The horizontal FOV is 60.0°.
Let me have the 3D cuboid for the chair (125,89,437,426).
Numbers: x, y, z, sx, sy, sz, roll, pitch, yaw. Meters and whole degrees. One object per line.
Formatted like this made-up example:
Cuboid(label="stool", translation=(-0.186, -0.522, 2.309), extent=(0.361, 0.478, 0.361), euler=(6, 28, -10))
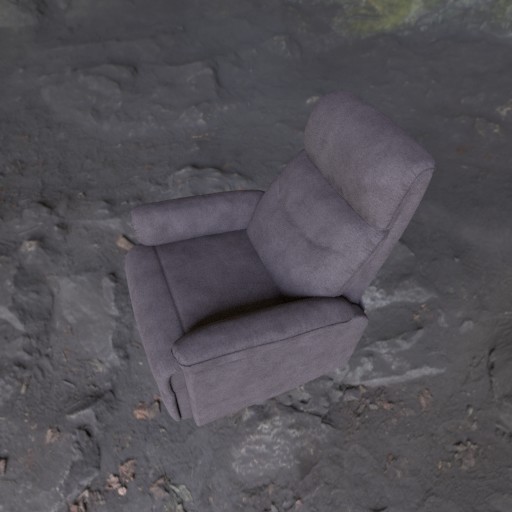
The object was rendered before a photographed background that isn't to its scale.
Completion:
Cuboid(label="chair", translation=(0.000, 0.000, 1.743), extent=(1.009, 1.036, 0.830), euler=(-16, 47, -15))
